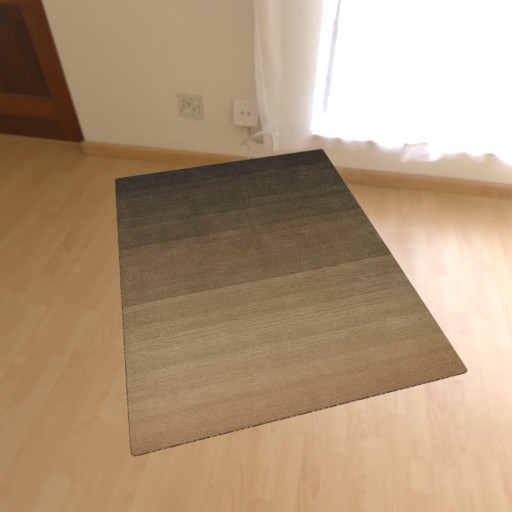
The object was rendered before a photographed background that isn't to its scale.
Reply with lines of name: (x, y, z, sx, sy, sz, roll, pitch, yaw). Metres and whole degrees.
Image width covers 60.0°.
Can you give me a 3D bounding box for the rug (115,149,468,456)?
rug: (0.000, 0.000, 3.842, 2.306, 0.017, 2.902, -10, 47, -10)
